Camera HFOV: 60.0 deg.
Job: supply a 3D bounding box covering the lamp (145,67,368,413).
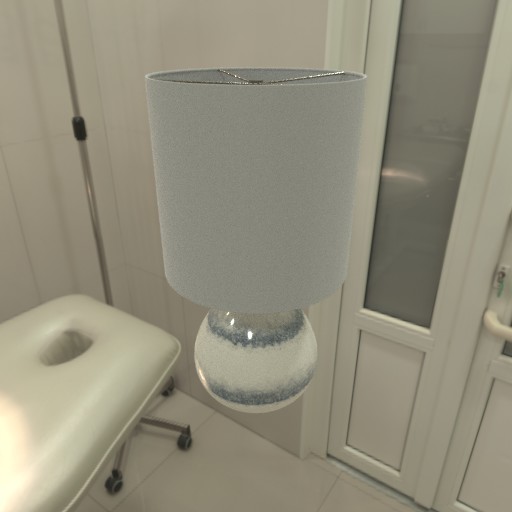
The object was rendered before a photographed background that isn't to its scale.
[{"bbox_3d":[0.000,0.000,0.531,0.216,0.404,0.216,17,31,31],"label":"lamp"}]
